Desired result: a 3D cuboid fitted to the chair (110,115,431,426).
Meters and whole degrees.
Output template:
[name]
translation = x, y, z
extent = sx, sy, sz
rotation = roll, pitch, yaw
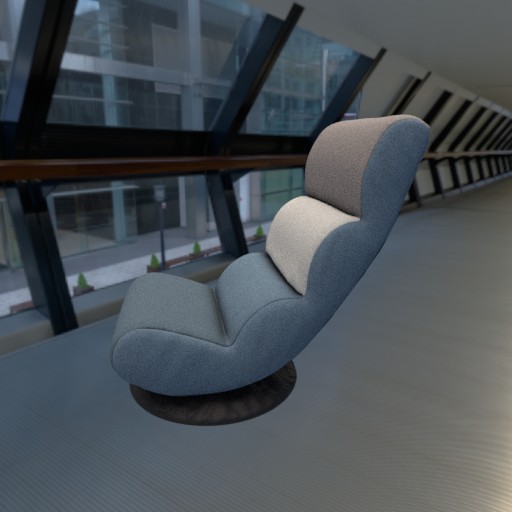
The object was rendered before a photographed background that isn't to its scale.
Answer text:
[chair]
translation = 0.000, 0.000, 1.067
extent = 0.661, 0.641, 0.420
rotation = -3, 15, -10
